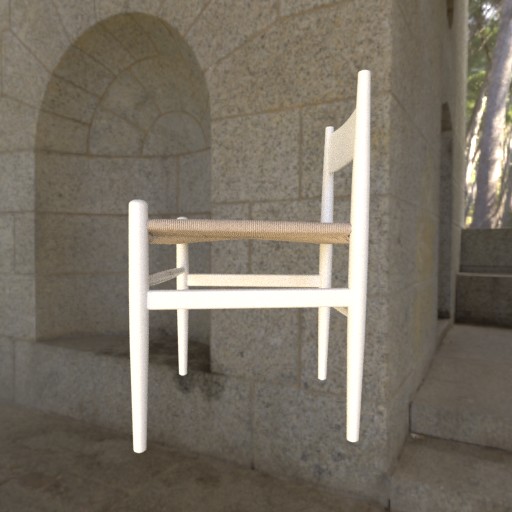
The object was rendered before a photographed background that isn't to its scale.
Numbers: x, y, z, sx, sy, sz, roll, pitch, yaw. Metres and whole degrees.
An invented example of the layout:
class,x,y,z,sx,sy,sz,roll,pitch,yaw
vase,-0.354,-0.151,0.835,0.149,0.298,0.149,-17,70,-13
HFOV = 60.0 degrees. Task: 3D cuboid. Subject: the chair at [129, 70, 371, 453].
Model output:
class,x,y,z,sx,sy,sz,roll,pitch,yaw
chair,0.000,0.000,1.124,0.495,0.762,0.556,0,1,0
